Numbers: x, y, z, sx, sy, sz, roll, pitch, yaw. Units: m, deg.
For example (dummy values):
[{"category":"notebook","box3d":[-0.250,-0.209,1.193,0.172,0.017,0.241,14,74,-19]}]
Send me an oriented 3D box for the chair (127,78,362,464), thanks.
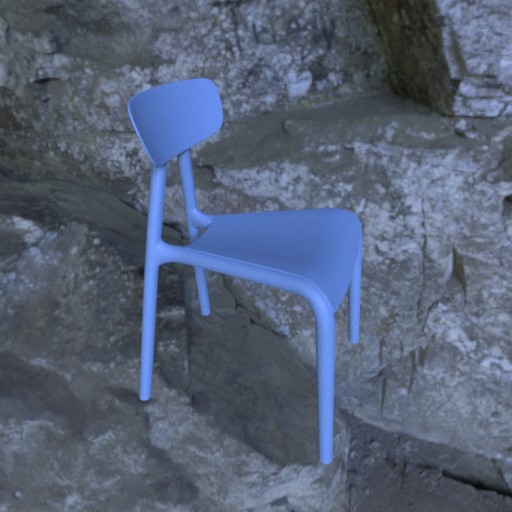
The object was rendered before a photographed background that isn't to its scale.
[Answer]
[{"category":"chair","box3d":[0.000,0.000,0.831,0.401,0.580,0.356,10,32,17]}]
